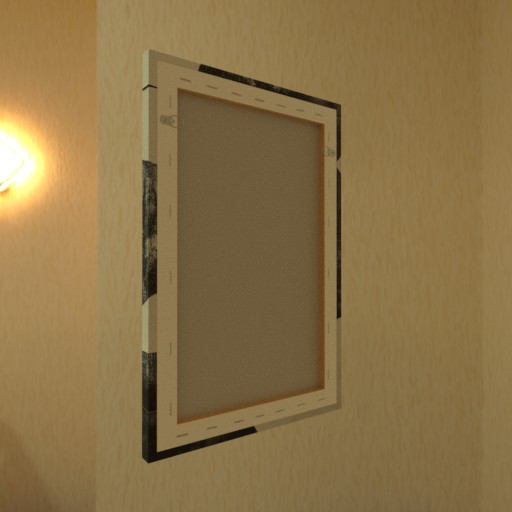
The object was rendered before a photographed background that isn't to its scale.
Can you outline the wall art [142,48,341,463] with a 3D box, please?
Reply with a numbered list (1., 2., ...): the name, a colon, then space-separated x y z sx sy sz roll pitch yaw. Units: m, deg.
1. wall art: 0.000 0.000 1.168 0.610 0.915 0.041 0 0 -36
